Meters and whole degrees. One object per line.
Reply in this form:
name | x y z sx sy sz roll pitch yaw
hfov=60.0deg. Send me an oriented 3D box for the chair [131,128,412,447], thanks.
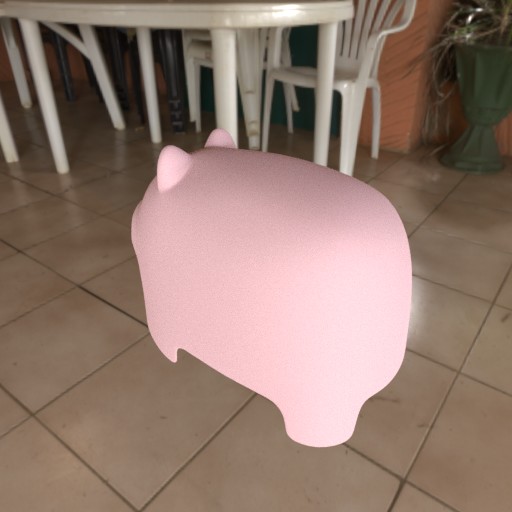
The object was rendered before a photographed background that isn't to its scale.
chair | 0.000 0.000 0.872 0.619 0.423 0.364 21 37 30
